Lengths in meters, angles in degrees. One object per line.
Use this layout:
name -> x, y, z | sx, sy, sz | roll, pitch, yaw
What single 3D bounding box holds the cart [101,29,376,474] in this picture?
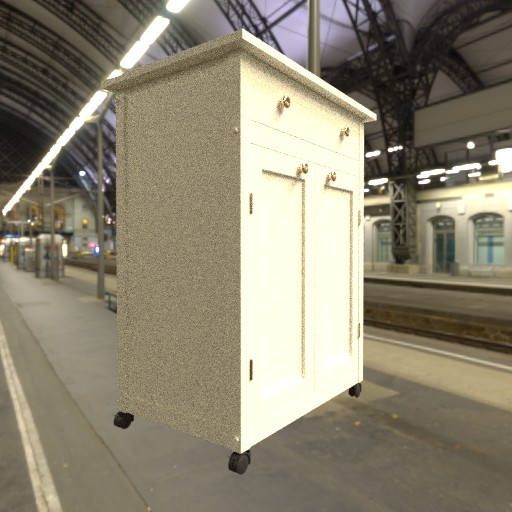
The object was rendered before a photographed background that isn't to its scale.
cart -> 0.000, 0.000, 1.241 | 0.442, 0.864, 0.683 | 1, 1, 36
